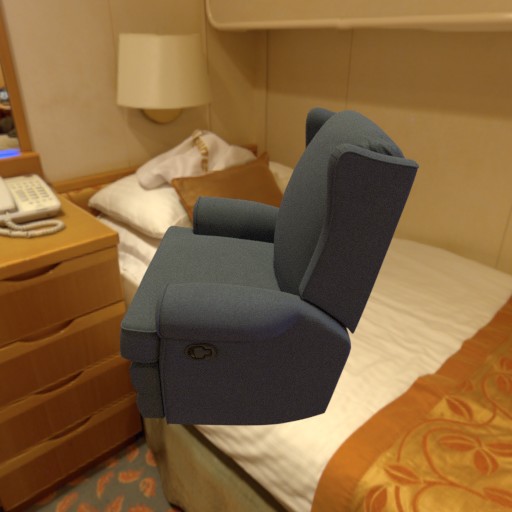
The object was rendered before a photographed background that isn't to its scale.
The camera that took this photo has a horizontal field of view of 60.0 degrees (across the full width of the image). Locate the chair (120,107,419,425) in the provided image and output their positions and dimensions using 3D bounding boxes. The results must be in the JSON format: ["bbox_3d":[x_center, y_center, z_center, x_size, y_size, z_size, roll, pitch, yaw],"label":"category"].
[{"bbox_3d":[0.000,0.000,1.692,0.877,1.020,0.971,0,26,1],"label":"chair"}]
